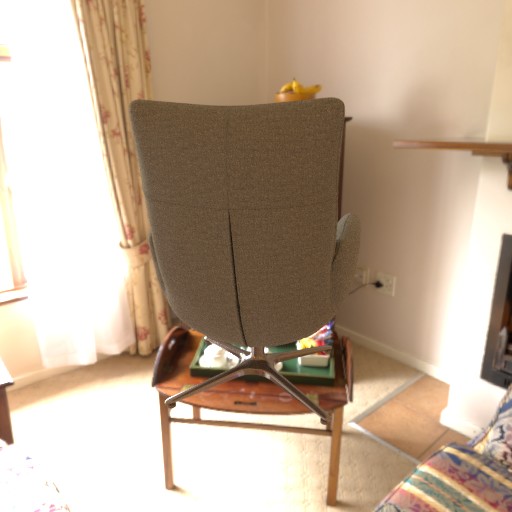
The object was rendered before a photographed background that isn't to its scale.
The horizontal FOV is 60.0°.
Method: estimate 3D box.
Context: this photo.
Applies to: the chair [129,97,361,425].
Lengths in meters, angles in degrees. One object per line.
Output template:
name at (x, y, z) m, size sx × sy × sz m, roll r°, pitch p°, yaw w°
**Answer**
chair at (0.000, 0.000, 1.528) m, size 0.702 × 0.984 × 0.831 m, roll 3°, pitch 16°, yaw 9°
